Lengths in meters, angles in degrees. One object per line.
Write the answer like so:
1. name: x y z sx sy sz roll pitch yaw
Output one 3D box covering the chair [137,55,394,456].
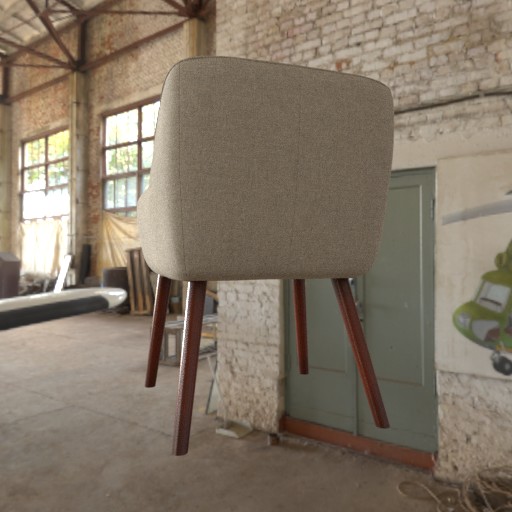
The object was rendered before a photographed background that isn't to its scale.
1. chair: 0.000 0.000 1.215 0.610 0.813 0.610 0 -1 -18
